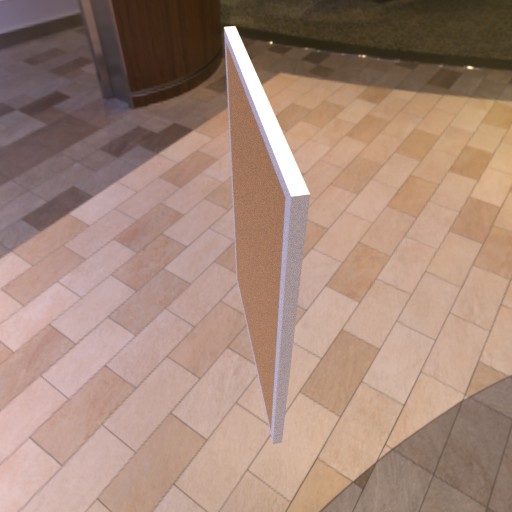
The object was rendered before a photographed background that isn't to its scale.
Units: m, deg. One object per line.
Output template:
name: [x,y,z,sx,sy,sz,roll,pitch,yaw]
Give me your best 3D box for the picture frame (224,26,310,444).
picture frame: [0.000,0.000,0.554,0.013,0.434,0.305,-8,47,-8]
